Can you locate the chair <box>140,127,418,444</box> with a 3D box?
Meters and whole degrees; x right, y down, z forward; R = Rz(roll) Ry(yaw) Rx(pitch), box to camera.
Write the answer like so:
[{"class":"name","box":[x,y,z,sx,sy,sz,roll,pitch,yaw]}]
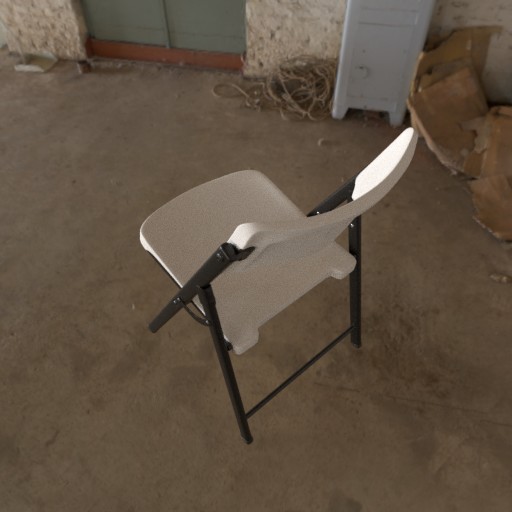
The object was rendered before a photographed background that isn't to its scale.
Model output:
[{"class":"chair","box":[0.000,0.000,1.134,0.482,0.765,0.577,-32,54,-27]}]
